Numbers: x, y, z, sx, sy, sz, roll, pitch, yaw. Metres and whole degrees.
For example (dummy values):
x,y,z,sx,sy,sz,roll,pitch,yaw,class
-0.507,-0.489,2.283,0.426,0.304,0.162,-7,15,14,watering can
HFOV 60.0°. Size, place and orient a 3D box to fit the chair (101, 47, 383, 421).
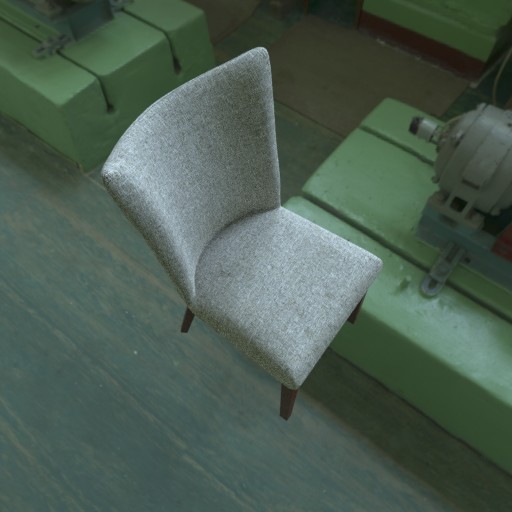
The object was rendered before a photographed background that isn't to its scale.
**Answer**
x,y,z,sx,sy,sz,roll,pitch,yaw,class
0.000,0.000,1.304,0.623,0.924,0.535,33,64,18,chair
